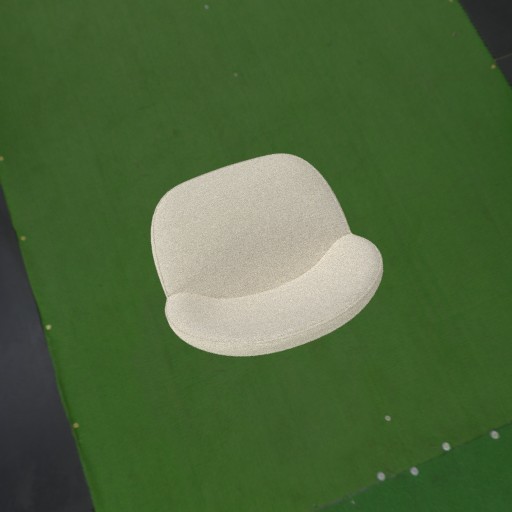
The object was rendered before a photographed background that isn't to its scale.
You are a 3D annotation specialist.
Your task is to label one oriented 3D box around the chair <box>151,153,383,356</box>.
[{"bbox_3d":[0.000,0.000,1.227,0.532,0.838,0.540,-19,77,-5],"label":"chair"}]
